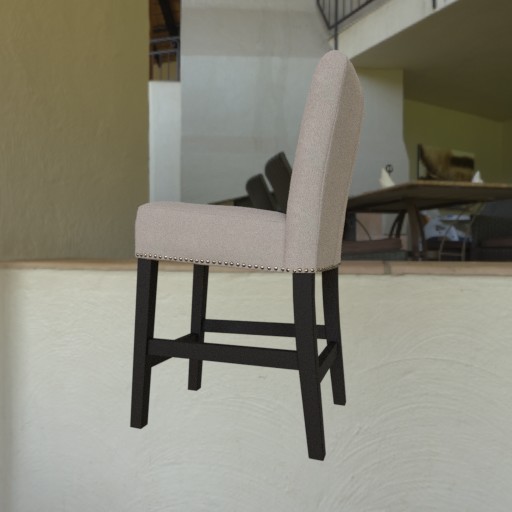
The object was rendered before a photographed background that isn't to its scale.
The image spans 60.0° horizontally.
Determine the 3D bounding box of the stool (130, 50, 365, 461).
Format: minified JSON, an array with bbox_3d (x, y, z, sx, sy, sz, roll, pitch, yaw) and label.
[{"bbox_3d":[0.000,0.000,1.209,0.571,0.885,0.427,0,1,18],"label":"stool"}]
